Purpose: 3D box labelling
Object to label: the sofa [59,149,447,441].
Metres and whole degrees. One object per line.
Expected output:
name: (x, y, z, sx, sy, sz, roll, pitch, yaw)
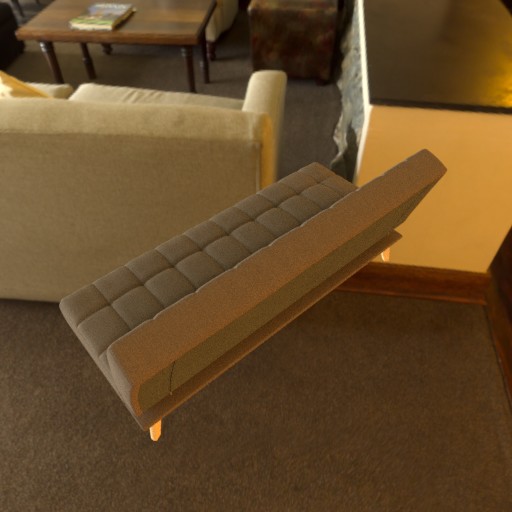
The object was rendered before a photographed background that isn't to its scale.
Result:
sofa: (0.000, 0.000, 2.259, 1.800, 0.810, 0.860, -32, 54, -27)
